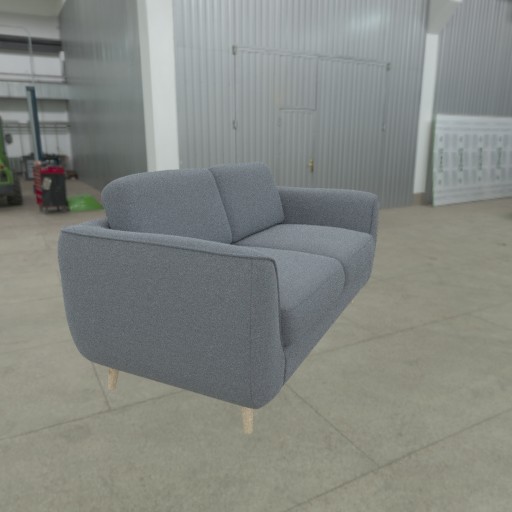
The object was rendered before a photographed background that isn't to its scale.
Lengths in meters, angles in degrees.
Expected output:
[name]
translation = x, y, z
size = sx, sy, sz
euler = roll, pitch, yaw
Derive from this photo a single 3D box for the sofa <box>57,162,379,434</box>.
[sofa]
translation = 0.000, 0.000, 2.165
size = 0.920, 0.850, 1.700
euler = 7, 17, 25
